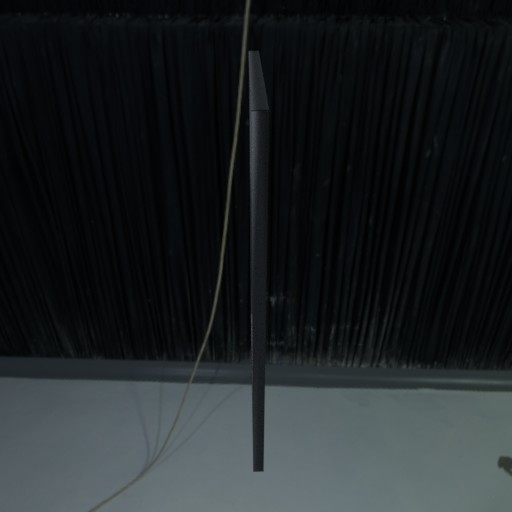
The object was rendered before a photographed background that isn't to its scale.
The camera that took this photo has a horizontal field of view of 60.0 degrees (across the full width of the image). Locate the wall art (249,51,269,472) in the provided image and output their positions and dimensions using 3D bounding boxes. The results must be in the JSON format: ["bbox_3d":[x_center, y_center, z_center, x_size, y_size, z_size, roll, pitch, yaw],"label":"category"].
[{"bbox_3d":[0.000,0.000,0.555,0.013,0.431,0.303,-1,32,-1],"label":"wall art"}]
